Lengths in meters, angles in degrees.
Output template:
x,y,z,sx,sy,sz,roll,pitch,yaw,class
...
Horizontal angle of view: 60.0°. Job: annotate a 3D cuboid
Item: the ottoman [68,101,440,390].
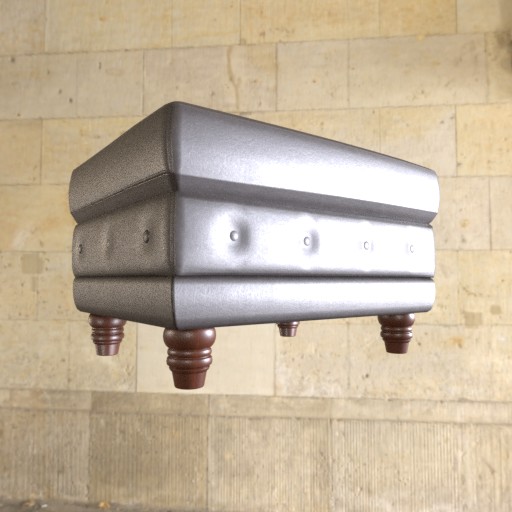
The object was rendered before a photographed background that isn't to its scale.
x,y,z,sx,sy,sz,roll,pitch,yaw,class
0.000,0.000,1.147,0.795,0.498,0.590,2,-4,-37,ottoman
